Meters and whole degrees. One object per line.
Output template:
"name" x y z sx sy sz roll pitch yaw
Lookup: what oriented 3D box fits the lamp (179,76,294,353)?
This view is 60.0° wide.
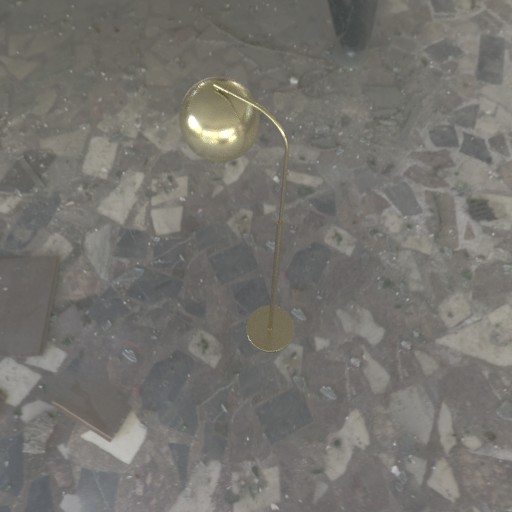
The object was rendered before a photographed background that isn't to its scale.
"lamp" 0.000 0.000 1.675 0.431 1.526 0.250 32 68 15
